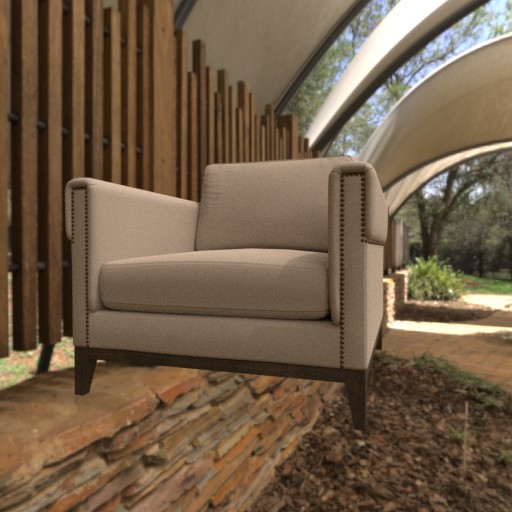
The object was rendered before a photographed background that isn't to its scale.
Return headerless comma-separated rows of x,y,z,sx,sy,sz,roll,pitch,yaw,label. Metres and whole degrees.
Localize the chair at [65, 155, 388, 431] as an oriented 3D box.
0.000,0.000,1.650,0.914,0.838,0.959,0,1,18,chair
